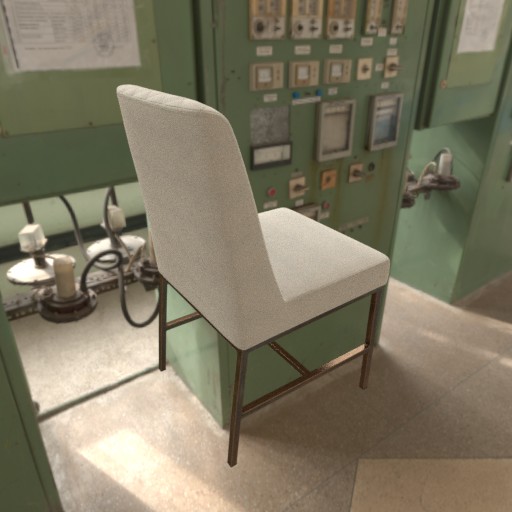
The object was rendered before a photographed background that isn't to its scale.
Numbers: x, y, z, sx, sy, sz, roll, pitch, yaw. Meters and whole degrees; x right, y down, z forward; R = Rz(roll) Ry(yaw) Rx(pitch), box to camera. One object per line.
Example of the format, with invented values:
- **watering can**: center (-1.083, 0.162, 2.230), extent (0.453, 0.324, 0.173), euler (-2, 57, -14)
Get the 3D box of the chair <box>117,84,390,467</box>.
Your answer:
- **chair**: center (0.000, 0.000, 1.275), extent (0.597, 0.933, 0.503), euler (-17, 32, -30)
